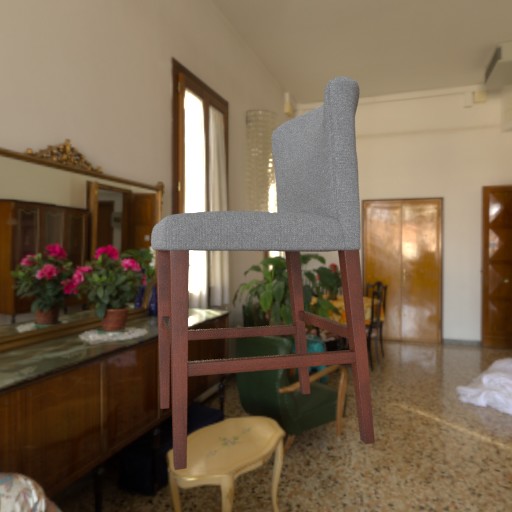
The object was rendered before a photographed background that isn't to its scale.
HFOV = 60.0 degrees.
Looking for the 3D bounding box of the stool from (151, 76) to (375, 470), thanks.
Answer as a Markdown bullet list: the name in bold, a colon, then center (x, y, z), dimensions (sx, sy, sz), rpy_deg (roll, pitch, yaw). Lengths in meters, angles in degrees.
- **stool**: center (0.000, 0.000, 1.282), dimensions (0.568, 0.968, 0.479), rpy_deg (0, 1, -17)
